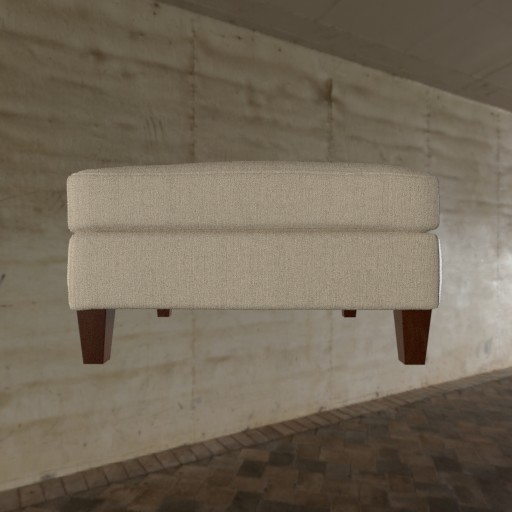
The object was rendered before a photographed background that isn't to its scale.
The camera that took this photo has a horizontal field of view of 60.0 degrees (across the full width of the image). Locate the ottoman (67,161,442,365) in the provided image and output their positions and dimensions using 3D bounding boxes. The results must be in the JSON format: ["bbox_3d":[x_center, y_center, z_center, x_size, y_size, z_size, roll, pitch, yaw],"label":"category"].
[{"bbox_3d":[0.000,0.000,1.366,0.838,0.478,0.838,0,1,1],"label":"ottoman"}]
